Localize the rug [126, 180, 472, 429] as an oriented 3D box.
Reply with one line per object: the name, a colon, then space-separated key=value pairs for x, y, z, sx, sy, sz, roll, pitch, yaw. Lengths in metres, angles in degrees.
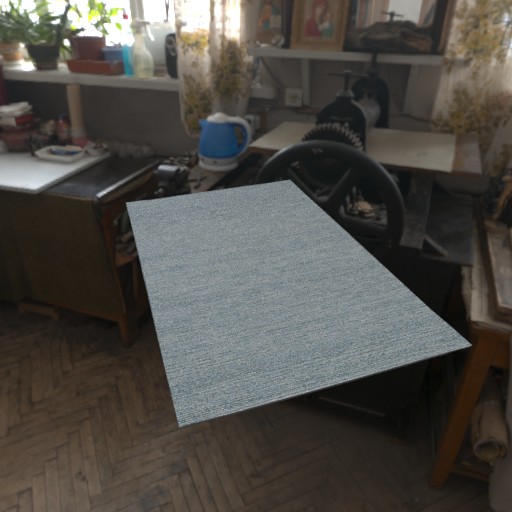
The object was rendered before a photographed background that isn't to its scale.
rug: x=0.000 y=0.000 z=2.334 sx=1.174 sy=0.022 sz=1.853 roll=-10 pitch=33 yaw=-16
